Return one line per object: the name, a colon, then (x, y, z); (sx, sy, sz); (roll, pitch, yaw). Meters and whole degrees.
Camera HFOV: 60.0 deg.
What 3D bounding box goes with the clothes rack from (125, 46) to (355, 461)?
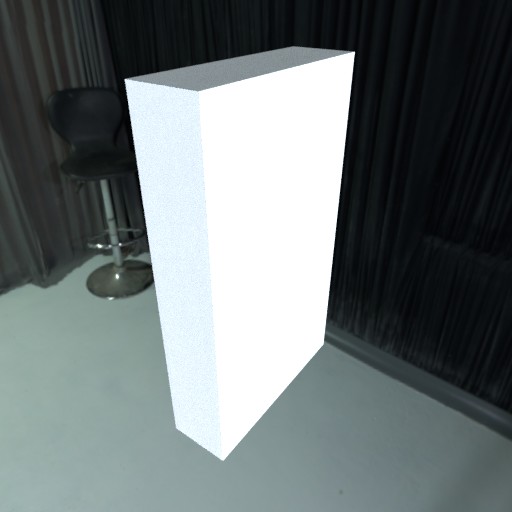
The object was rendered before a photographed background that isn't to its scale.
clothes rack: (0.000, 0.000, 1.587); (0.250, 1.280, 0.750); (21, 38, 30)
